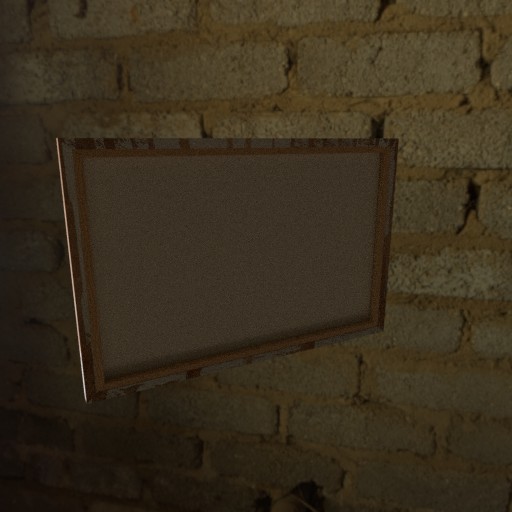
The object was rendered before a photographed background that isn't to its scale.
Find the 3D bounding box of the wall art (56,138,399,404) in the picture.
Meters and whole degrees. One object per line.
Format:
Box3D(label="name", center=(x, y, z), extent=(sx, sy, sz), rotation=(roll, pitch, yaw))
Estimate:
Box3D(label="wall art", center=(0.000, 0.000, 1.185), extent=(0.914, 0.609, 0.035), rotation=(-7, 16, -26))
